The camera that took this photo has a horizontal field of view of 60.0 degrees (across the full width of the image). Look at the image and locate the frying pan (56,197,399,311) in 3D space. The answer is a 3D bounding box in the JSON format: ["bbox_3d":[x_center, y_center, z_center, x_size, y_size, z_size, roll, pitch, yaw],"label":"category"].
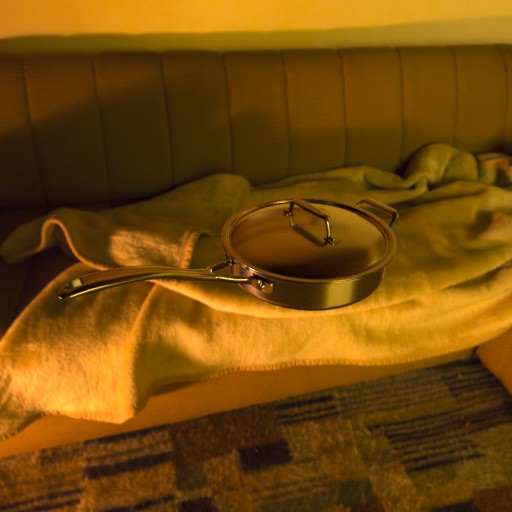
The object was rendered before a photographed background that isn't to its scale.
[{"bbox_3d":[0.000,0.000,0.672,0.561,0.114,0.280,-20,37,-29],"label":"frying pan"}]
